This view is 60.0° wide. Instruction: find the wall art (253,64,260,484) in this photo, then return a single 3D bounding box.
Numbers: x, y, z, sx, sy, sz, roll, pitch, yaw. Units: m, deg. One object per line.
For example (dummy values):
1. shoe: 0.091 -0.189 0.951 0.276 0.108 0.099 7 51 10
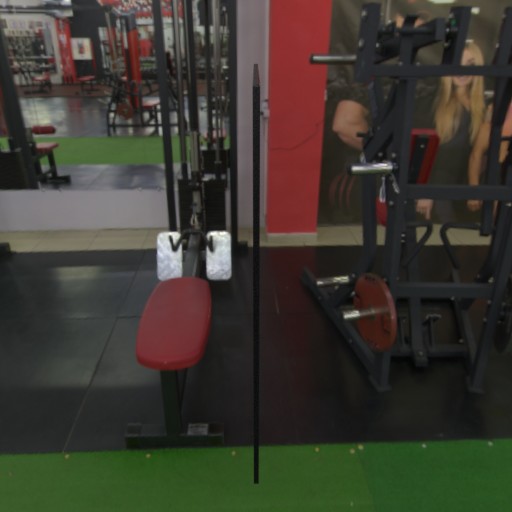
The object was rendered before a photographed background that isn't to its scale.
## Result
1. wall art: 0.000 0.000 1.254 0.013 0.967 0.707 0 26 0
